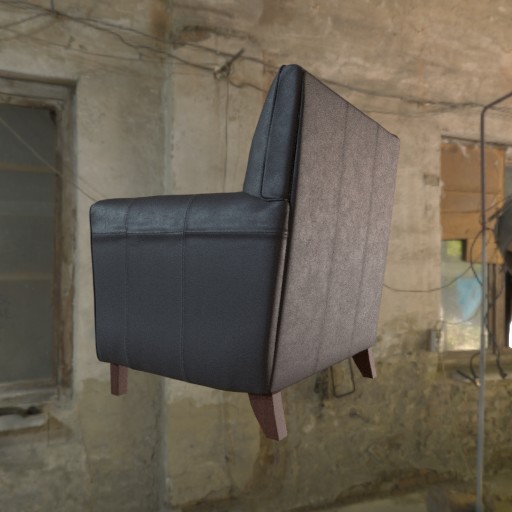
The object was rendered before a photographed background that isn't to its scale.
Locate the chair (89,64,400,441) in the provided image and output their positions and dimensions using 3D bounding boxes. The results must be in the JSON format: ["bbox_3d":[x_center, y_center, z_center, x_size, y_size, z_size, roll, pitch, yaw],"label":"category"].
[{"bbox_3d":[0.000,0.000,1.609,0.825,0.943,0.870,0,0,34],"label":"chair"}]
